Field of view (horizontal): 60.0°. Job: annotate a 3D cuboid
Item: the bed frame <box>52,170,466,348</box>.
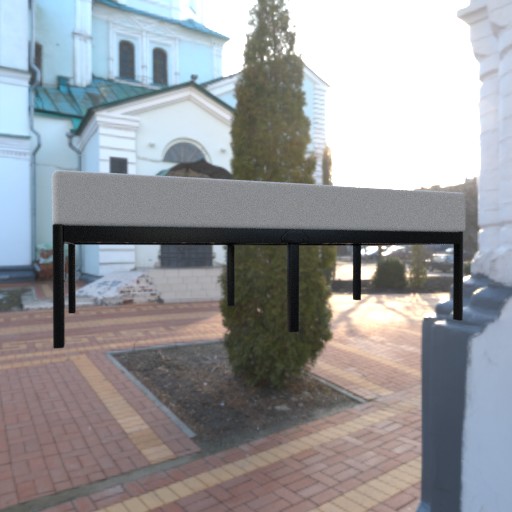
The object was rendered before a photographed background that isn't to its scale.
[{"bbox_3d":[0.000,0.000,2.424,1.950,0.659,1.023,0,1,-20],"label":"bed frame"}]
